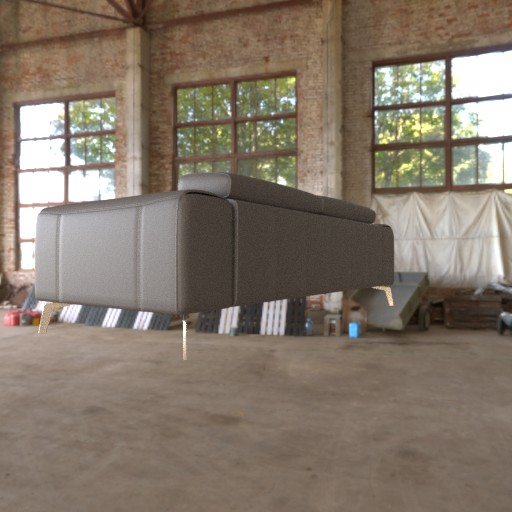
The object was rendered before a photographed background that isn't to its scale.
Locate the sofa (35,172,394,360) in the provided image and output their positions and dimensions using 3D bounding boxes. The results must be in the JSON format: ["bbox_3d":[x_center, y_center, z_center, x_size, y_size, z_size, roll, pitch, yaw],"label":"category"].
[{"bbox_3d":[0.000,0.000,2.790,1.023,0.759,2.321,0,0,35],"label":"sofa"}]
